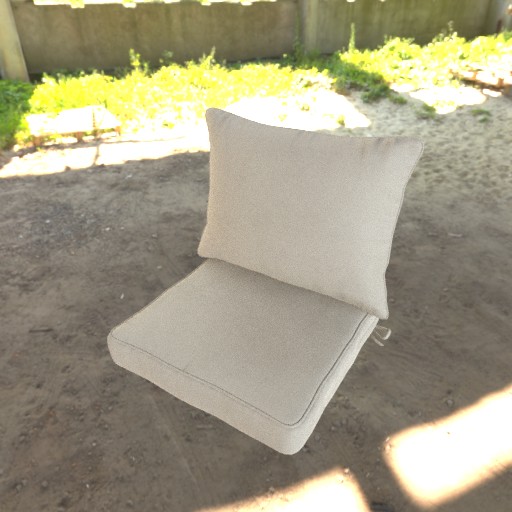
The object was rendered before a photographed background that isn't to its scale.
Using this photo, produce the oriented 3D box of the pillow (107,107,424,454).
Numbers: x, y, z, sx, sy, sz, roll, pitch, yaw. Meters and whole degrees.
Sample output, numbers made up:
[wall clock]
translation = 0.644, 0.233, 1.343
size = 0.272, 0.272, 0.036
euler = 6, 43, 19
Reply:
[pillow]
translation = 0.000, 0.000, 1.384
size = 0.798, 0.716, 0.733
euler = 18, 36, 27
